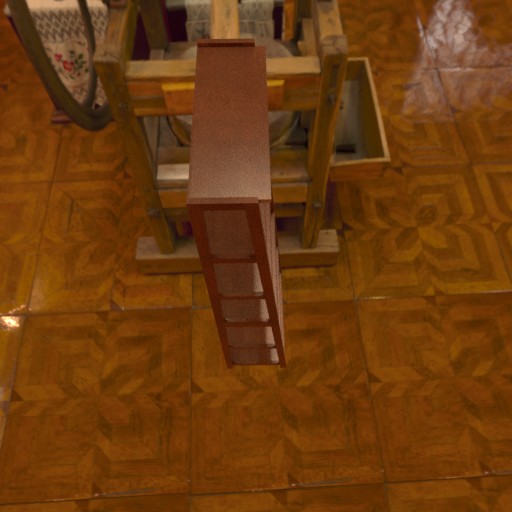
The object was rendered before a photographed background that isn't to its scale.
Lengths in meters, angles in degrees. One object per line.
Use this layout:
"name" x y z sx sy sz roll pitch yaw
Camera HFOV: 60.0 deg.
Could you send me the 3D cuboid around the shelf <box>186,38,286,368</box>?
"shelf" 0.000 0.000 2.165 0.382 1.892 0.660 -1 63 0
